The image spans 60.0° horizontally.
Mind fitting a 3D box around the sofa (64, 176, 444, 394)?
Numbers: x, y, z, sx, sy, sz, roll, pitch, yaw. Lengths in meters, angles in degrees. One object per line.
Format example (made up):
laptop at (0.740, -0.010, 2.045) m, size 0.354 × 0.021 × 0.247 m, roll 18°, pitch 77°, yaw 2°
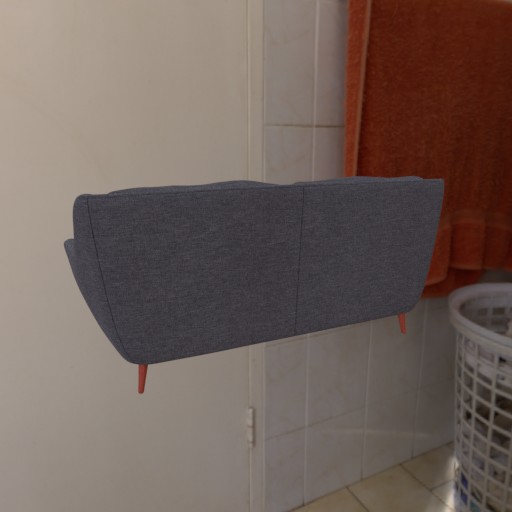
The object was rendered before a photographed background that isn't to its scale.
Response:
sofa at (0.000, 0.000, 2.465) m, size 1.929 × 0.896 × 0.975 m, roll -7°, pitch 16°, yaw -24°
